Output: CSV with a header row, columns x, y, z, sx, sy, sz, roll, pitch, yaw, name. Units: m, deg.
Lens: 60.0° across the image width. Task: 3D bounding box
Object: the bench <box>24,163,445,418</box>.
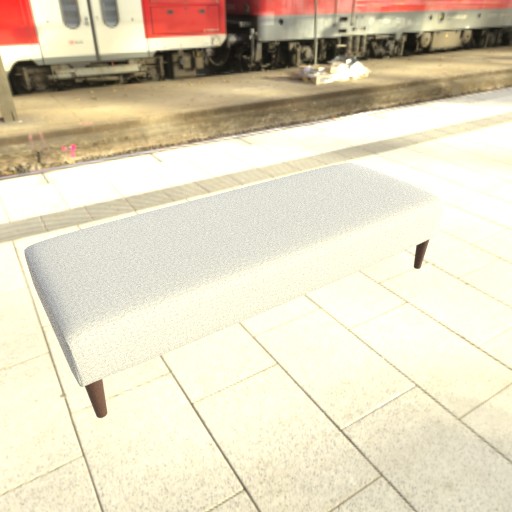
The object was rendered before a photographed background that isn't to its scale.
x,y,z,sx,sy,sz,roll,pitch,yaw,name
0.000,0.000,1.816,1.598,0.383,0.631,-19,36,-29,bench
